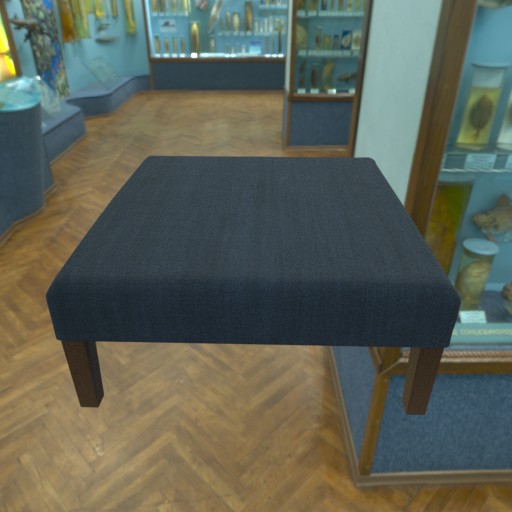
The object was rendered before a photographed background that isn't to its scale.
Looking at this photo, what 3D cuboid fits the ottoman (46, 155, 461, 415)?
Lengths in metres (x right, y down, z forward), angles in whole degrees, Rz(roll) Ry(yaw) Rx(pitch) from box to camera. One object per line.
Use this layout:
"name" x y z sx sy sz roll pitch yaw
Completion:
"ottoman" 0.000 0.000 1.389 0.889 0.411 0.890 1 30 1
